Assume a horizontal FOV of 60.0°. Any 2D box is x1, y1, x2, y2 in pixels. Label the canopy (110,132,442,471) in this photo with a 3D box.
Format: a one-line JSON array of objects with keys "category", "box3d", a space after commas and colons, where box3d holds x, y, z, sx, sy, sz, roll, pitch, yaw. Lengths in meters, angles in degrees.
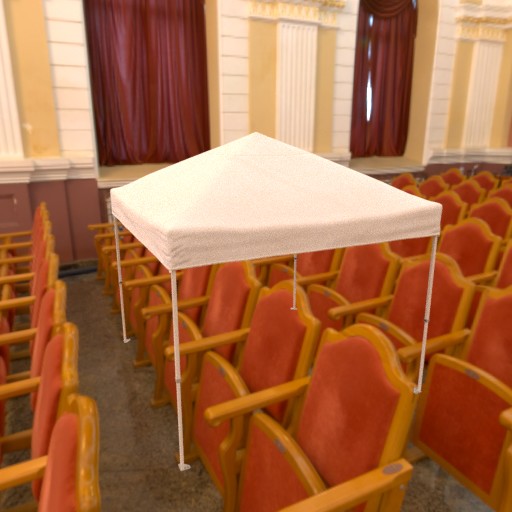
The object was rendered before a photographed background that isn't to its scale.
[{"category": "canopy", "box3d": [0.000, 0.000, 5.566, 2.996, 2.997, 2.998, -7, 17, -25]}]
